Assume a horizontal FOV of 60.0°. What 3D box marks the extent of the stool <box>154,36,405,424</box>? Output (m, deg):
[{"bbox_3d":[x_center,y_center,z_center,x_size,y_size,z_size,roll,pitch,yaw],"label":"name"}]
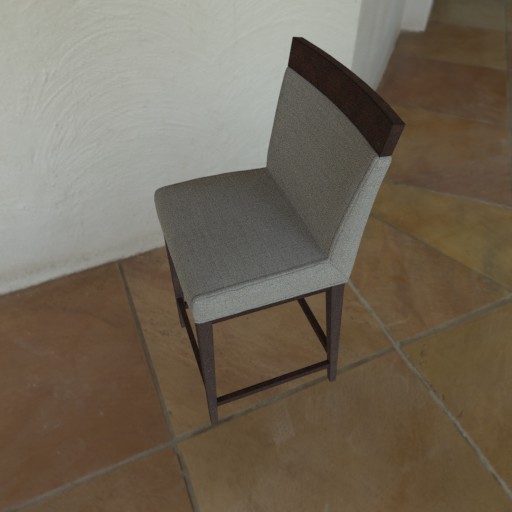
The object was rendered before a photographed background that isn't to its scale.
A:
[{"bbox_3d":[0.000,0.000,1.419,0.531,1.117,0.511,-15,48,-14],"label":"stool"}]
